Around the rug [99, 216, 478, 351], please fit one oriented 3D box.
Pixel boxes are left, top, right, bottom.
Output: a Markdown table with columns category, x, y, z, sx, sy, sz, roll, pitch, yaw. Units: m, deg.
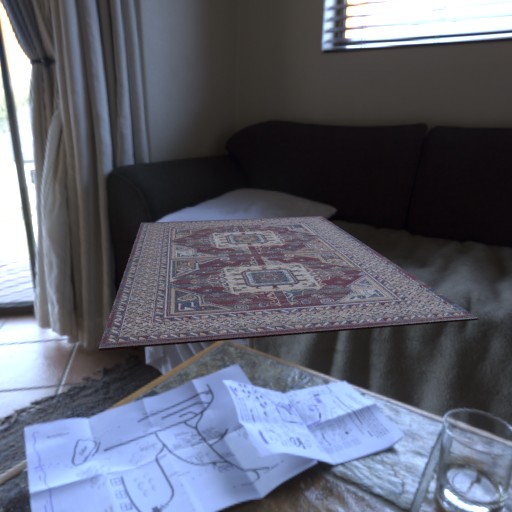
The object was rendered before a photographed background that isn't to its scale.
| category | x | y | z | sx | sy | sz | roll | pitch | yaw |
| --- | --- | --- | --- | --- | --- | --- | --- | --- | --- |
| rug | 0.000 | 0.000 | 2.860 | 1.599 | 0.011 | 2.210 | -3 | 17 | -9 |
